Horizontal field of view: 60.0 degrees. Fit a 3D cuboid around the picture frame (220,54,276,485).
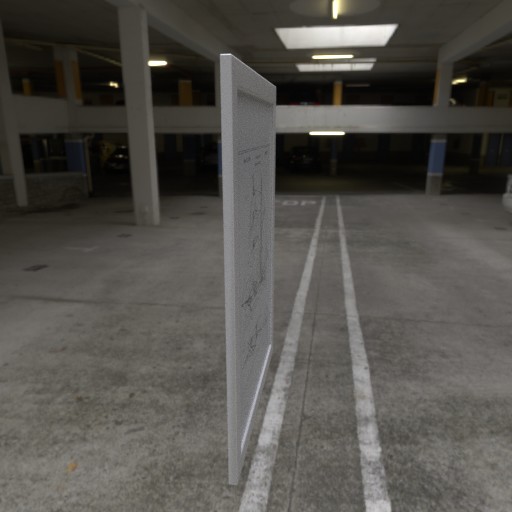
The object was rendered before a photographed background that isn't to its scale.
[{"bbox_3d":[0.000,0.000,0.702,0.012,0.534,0.381,3,16,9],"label":"picture frame"}]
